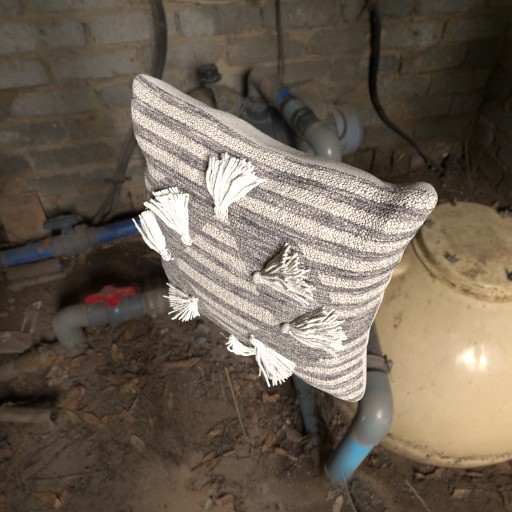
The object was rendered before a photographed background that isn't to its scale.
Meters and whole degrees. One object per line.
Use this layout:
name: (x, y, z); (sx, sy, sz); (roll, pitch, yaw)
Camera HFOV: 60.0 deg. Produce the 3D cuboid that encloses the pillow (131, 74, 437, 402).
pillow: (0.000, 0.000, 0.749); (0.484, 0.490, 0.234); (29, 53, 25)
